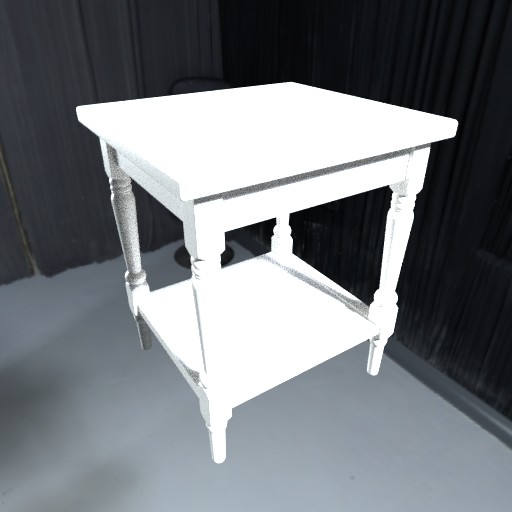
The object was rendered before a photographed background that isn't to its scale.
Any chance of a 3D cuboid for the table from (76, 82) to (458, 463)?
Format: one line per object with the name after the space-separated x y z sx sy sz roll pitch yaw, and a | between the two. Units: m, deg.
0.000 0.000 0.896 0.488 0.565 0.442 -18 35 -28 | table
